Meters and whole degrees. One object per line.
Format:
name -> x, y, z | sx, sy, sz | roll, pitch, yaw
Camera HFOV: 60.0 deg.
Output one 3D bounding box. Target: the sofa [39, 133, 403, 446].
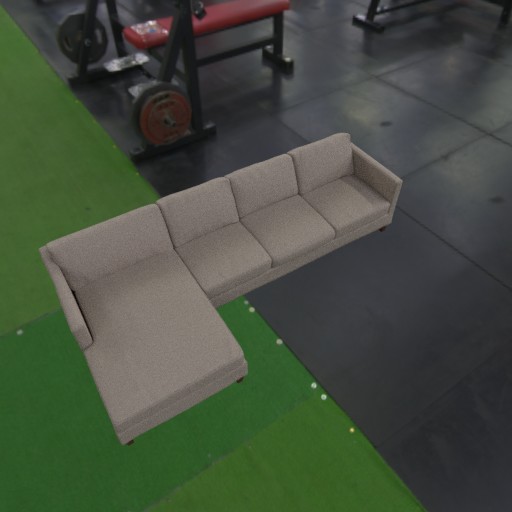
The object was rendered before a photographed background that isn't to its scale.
sofa -> 0.000, 0.000, 3.888 | 3.186, 0.846, 1.625 | -25, 52, -21
